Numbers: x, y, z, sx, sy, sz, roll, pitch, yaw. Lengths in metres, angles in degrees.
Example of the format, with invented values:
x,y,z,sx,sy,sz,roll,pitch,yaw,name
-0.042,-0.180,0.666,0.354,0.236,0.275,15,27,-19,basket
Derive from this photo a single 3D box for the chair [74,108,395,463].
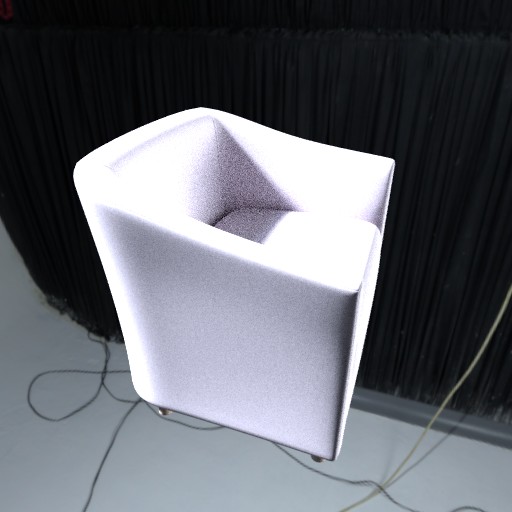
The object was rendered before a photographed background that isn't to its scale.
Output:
x,y,z,sx,sy,sz,roll,pitch,yaw,name
0.000,0.000,1.326,0.700,0.720,0.790,10,31,17,chair
